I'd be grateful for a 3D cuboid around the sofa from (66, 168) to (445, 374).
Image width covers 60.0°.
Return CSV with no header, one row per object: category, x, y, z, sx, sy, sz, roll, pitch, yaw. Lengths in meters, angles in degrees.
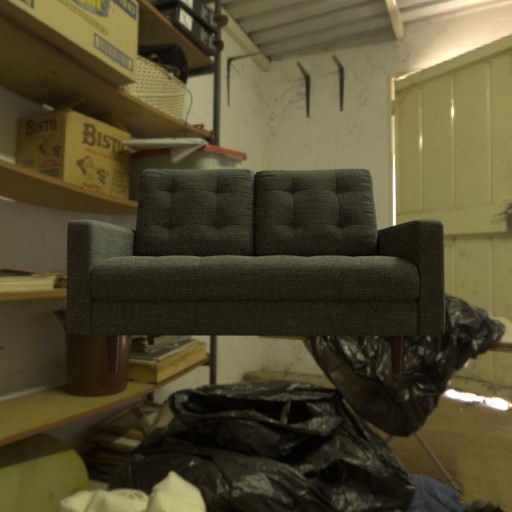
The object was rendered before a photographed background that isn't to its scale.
sofa,0.000,0.000,2.014,1.407,0.907,0.842,0,-1,1
